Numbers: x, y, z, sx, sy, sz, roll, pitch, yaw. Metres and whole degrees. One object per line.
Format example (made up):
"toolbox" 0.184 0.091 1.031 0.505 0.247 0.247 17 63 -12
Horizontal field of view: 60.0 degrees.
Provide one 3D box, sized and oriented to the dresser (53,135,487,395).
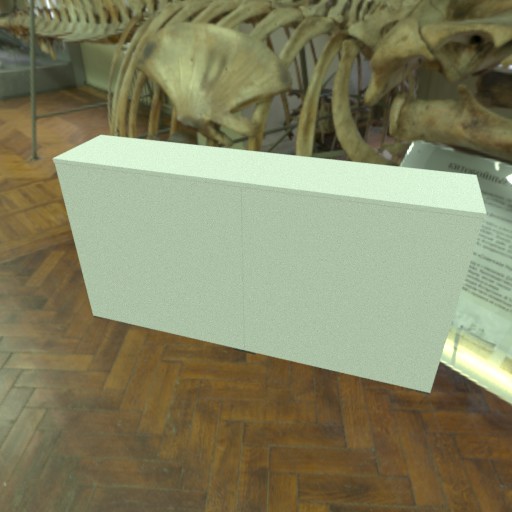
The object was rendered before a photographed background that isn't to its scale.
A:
"dresser" 0.000 0.000 1.850 1.535 0.790 0.333 10 33 15
